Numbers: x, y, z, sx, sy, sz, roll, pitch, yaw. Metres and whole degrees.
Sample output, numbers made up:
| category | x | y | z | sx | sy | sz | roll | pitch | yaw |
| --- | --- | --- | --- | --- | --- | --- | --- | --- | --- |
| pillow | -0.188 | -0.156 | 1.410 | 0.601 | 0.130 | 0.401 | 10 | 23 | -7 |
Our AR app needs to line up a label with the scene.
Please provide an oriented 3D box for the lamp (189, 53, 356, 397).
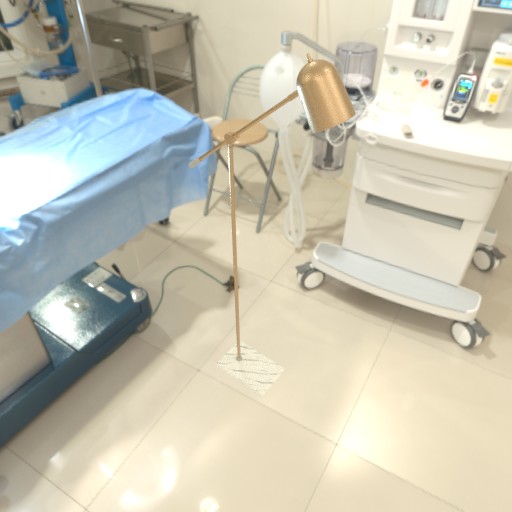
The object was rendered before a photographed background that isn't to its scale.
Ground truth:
| category | x | y | z | sx | sy | sz | roll | pitch | yaw |
| --- | --- | --- | --- | --- | --- | --- | --- | --- | --- |
| lamp | 0.000 | 0.000 | 1.767 | 0.653 | 1.594 | 0.194 | 27 | 48 | 28 |
